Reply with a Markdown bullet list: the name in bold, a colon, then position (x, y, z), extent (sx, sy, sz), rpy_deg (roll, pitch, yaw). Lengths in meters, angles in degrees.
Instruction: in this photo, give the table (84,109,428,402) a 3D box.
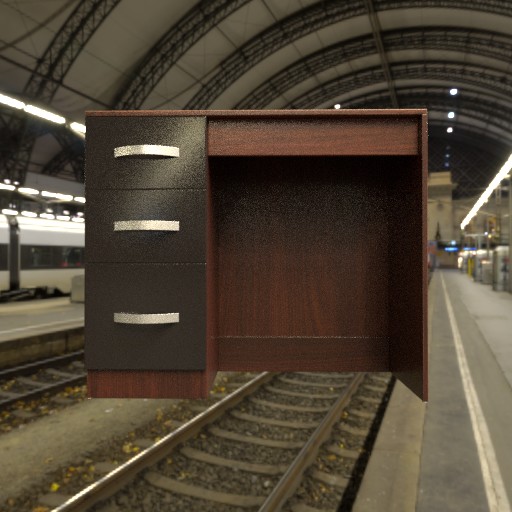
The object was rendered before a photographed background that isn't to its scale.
- **table**: position (0.000, 0.000, 1.354), extent (0.930, 0.790, 0.380), rpy_deg (0, -1, 1)
